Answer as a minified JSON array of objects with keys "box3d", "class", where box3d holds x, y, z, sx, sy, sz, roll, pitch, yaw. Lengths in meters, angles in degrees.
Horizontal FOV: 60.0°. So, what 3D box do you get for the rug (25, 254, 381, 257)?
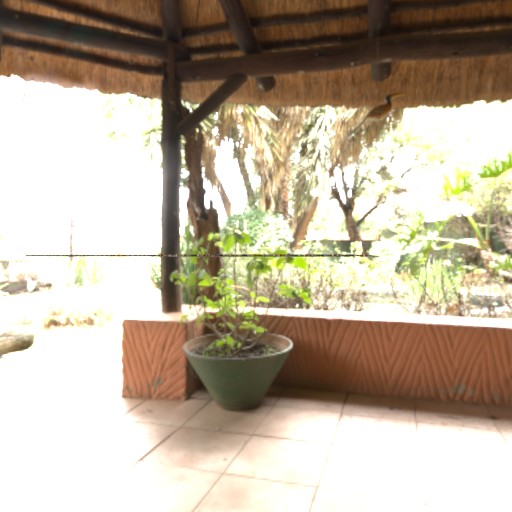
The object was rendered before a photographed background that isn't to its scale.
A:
[{"box3d":[0.000,0.000,2.322,1.230,0.008,1.827,0,0,17],"class":"rug"}]
